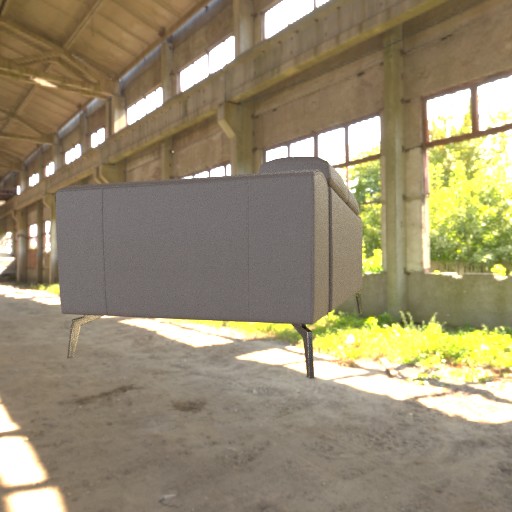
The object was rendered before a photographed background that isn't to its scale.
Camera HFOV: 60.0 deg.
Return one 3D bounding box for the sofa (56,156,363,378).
[{"bbox_3d":[0.000,0.000,2.384,1.003,0.779,1.895,0,-1,18],"label":"sofa"}]
